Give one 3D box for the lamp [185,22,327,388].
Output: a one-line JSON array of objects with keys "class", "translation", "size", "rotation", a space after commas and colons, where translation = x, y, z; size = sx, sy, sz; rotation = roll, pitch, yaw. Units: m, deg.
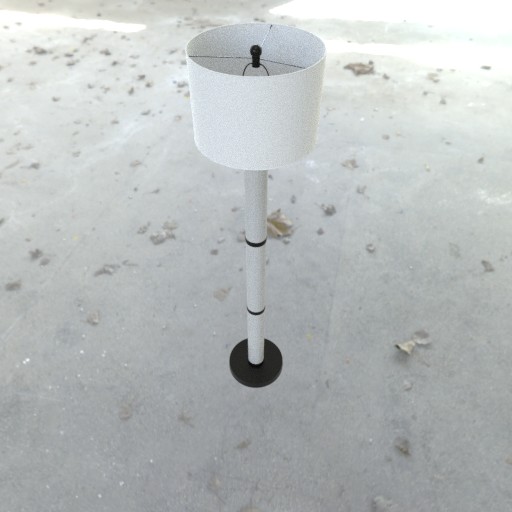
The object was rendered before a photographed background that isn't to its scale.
[{"class": "lamp", "translation": [0.000, 0.000, 1.744], "size": [0.377, 1.599, 0.377], "rotation": [10, 46, 10]}]
